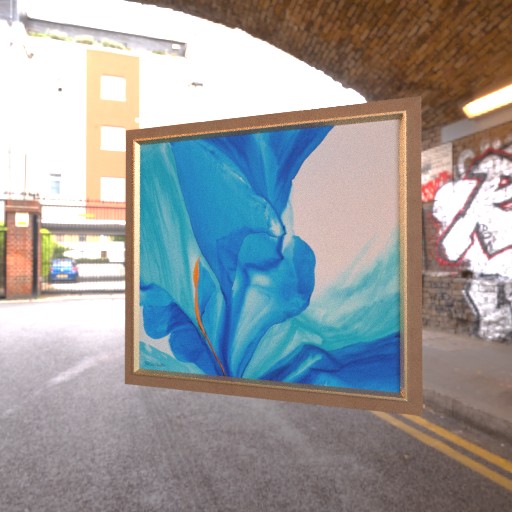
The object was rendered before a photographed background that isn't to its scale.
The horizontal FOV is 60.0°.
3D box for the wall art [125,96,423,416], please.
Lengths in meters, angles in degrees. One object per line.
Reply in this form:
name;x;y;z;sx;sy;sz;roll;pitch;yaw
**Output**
wall art;0.000;0.000;1.667;1.168;1.067;0.025;0;-1;19
